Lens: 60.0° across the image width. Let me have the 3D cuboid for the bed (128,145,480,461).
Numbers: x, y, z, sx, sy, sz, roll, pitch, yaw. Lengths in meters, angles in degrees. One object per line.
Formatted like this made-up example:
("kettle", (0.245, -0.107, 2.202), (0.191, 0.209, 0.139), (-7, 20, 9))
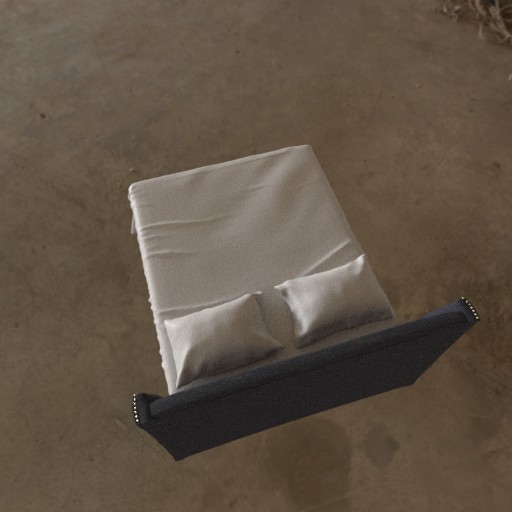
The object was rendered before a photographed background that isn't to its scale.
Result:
("bed", (0.000, 0.000, 3.384), (1.925, 1.332, 2.276), (-14, 60, -9))
